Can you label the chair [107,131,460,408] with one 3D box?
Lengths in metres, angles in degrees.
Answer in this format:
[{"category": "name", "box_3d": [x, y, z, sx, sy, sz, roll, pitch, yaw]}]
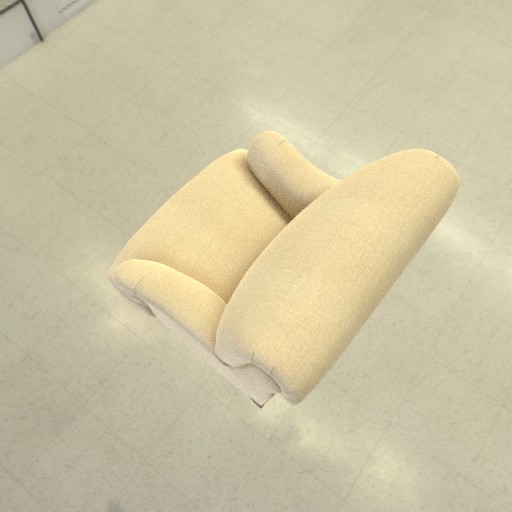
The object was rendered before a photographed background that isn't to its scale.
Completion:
[{"category": "chair", "box_3d": [0.000, 0.000, 1.514, 0.842, 0.944, 0.766, 36, 69, 16]}]
